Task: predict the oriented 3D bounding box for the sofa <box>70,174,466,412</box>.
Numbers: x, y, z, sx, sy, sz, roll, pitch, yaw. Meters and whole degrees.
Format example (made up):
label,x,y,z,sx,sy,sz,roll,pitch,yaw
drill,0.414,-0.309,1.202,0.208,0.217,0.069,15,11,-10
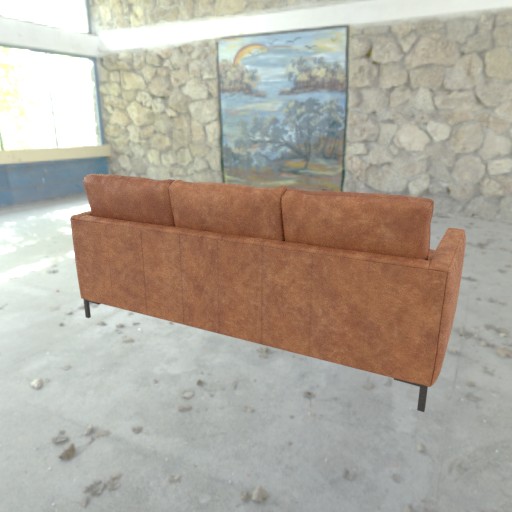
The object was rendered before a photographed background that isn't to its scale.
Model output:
label,x,y,z,sx,sy,sz,roll,pitch,yaw
sofa,0.000,0.000,2.412,2.029,0.863,0.748,9,19,27
